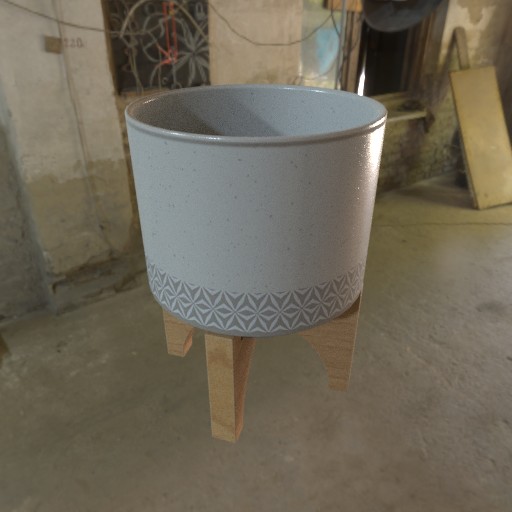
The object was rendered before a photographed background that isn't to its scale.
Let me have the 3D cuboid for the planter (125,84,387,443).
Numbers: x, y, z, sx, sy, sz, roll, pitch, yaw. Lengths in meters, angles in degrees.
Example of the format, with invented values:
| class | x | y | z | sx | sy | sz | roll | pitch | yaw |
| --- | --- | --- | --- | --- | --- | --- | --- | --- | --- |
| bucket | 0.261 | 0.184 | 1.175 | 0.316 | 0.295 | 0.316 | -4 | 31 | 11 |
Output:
| class | x | y | z | sx | sy | sz | roll | pitch | yaw |
| --- | --- | --- | --- | --- | --- | --- | --- | --- | --- |
| planter | 0.000 | 0.000 | 0.269 | 0.130 | 0.178 | 0.130 | 0 | 30 | 0 |
